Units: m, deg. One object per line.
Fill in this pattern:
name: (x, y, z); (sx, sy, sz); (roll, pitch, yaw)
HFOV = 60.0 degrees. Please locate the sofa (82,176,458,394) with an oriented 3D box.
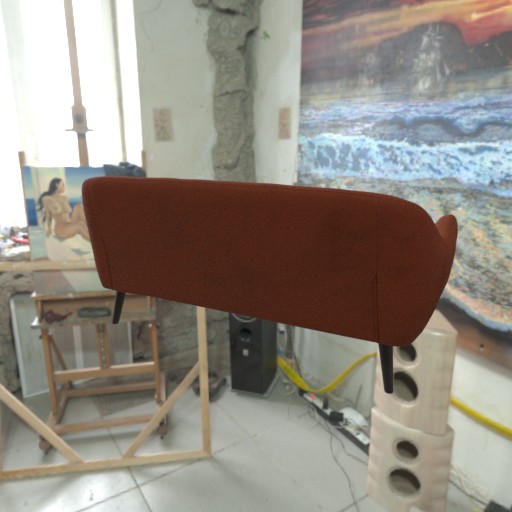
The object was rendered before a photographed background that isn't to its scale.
sofa: (0.000, 0.000, 2.273); (1.840, 0.836, 0.820); (8, 17, 26)
